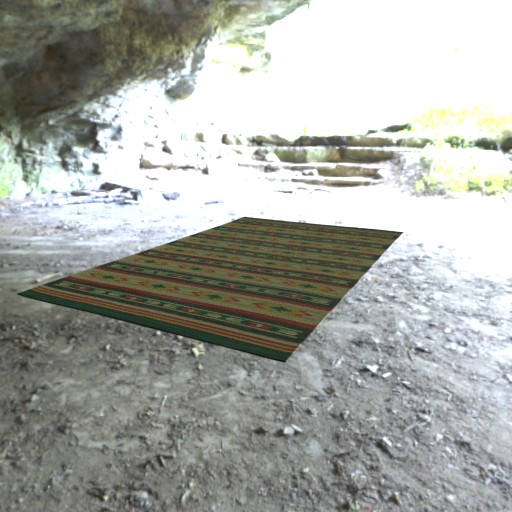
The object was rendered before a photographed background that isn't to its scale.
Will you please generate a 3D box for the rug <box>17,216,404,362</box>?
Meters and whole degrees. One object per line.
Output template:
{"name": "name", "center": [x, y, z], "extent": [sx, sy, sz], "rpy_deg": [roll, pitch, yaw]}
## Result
{"name": "rug", "center": [0.000, 0.000, 3.004], "extent": [1.520, 0.011, 2.447], "rpy_deg": [8, 18, 26]}
